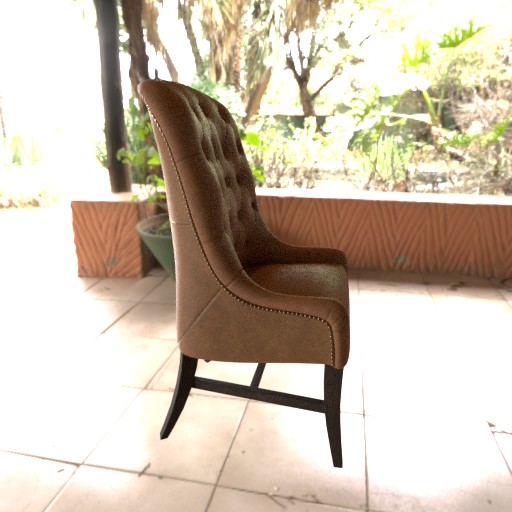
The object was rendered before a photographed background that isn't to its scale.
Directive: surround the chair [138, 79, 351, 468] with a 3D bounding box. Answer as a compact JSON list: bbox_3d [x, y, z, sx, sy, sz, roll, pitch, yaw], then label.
[{"bbox_3d":[0.000,0.000,1.468,0.629,1.091,0.634,3,16,10],"label":"chair"}]
